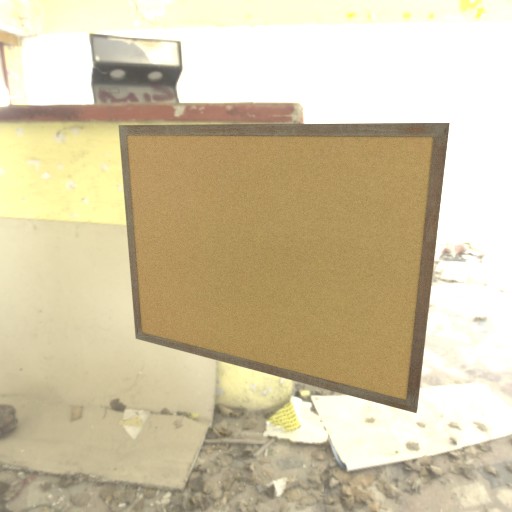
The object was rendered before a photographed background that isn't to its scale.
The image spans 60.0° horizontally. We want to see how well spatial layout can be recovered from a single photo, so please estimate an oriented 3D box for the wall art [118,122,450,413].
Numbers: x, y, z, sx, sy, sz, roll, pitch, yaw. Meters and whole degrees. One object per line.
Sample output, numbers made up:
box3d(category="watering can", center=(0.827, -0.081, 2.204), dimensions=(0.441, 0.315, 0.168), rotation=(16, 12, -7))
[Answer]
box3d(category="wall art", center=(0.000, 0.000, 1.357), dimensions=(1.012, 0.774, 0.019), rotation=(8, 18, 26))
